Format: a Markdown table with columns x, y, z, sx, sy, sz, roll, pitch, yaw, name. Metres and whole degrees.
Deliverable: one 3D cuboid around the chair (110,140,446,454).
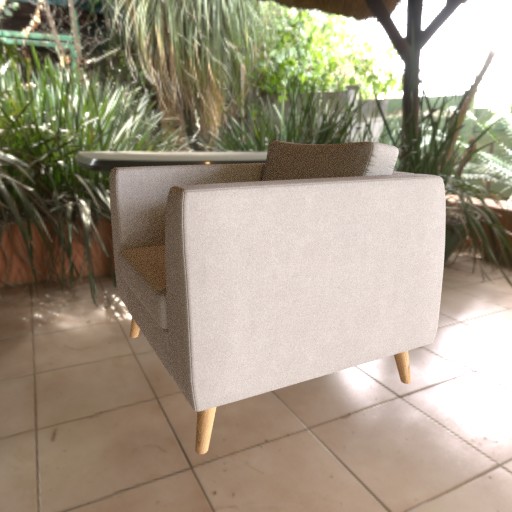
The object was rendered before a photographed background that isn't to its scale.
| x | y | z | sx | sy | sz | roll | pitch | yaw | name |
| --- | --- | --- | --- | --- | --- | --- | --- | --- | --- |
| 0.000 | 0.000 | 1.715 | 0.930 | 0.860 | 1.000 | -8 | 17 | -27 | chair |
